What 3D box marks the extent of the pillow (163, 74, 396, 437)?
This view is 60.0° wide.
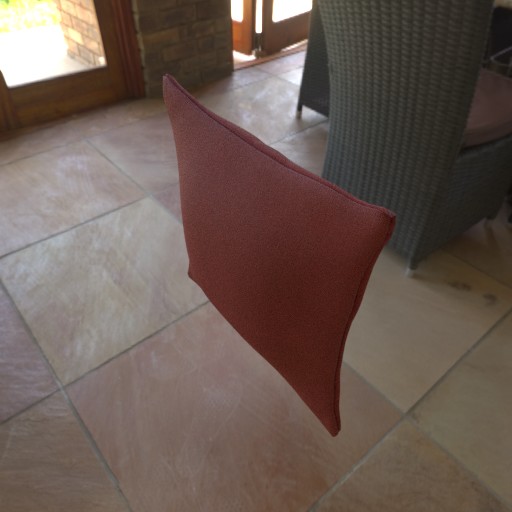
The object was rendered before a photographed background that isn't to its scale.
[{"bbox_3d":[0.000,0.000,0.663,0.151,0.416,0.435,-27,49,-26],"label":"pillow"}]
